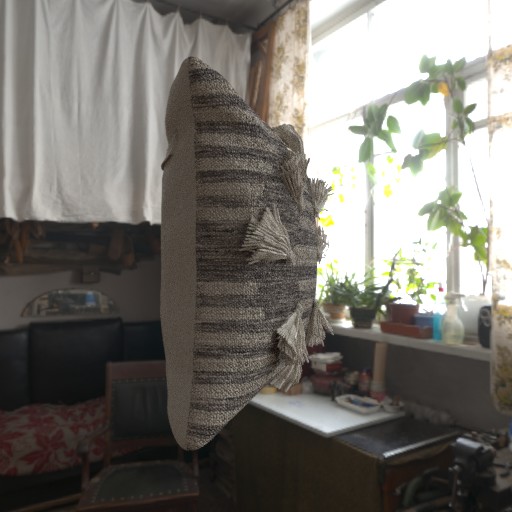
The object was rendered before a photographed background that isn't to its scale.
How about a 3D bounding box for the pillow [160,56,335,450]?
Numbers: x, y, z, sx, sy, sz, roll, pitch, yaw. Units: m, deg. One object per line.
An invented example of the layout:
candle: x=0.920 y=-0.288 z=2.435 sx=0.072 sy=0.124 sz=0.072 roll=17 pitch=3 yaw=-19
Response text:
pillow: x=0.000 y=0.000 z=0.766 sx=0.234 sy=0.490 sz=0.484 roll=0 pitch=-1 yaw=18
